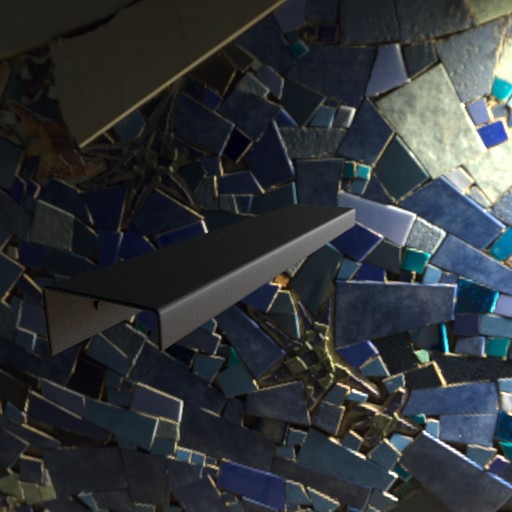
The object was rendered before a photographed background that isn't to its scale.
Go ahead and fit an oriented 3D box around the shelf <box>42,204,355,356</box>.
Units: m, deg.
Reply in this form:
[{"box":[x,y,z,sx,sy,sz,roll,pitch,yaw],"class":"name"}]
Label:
[{"box":[0.000,0.000,0.484,0.102,0.053,0.456,7,16,26],"class":"shelf"}]
